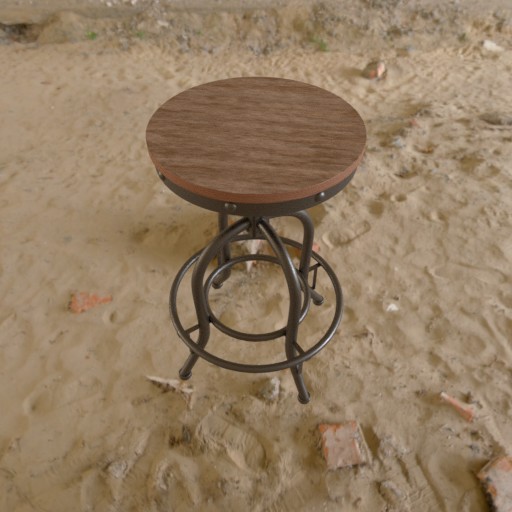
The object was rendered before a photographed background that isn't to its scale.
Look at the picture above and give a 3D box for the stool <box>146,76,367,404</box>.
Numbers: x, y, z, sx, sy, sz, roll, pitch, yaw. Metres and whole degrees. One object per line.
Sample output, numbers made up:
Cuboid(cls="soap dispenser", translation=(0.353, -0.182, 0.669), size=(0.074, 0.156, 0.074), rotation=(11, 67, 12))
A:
Cuboid(cls="stool", translation=(0.000, 0.000, 0.930), size=(0.439, 0.609, 0.439), rotation=(-25, 52, -22))
